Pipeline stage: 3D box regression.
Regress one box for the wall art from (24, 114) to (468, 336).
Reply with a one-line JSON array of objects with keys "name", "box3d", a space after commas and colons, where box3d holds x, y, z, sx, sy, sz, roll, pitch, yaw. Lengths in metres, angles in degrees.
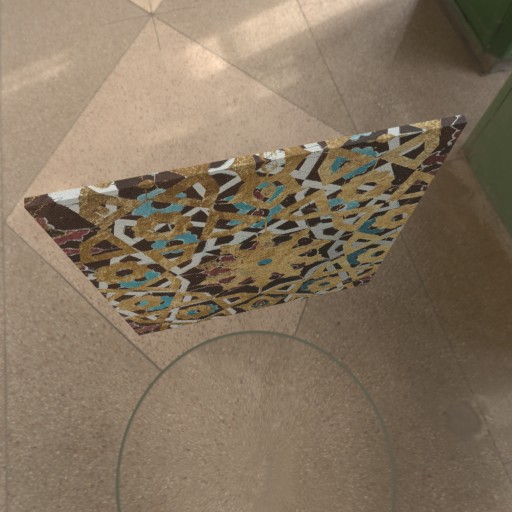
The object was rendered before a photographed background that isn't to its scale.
[{"name": "wall art", "box3d": [0.000, 0.000, 0.579, 0.404, 0.406, 0.010, -12, 65, -6]}]
